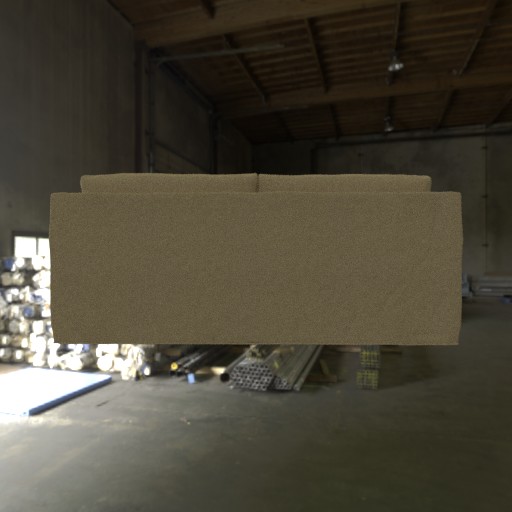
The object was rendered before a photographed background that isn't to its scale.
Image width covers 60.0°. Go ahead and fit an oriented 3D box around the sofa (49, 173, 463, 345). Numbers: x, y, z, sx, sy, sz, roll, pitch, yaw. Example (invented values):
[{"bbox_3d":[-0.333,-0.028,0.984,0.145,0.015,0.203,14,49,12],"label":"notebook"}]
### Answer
[{"bbox_3d":[0.000,0.000,2.525,1.959,0.835,0.962,0,0,1],"label":"sofa"}]
